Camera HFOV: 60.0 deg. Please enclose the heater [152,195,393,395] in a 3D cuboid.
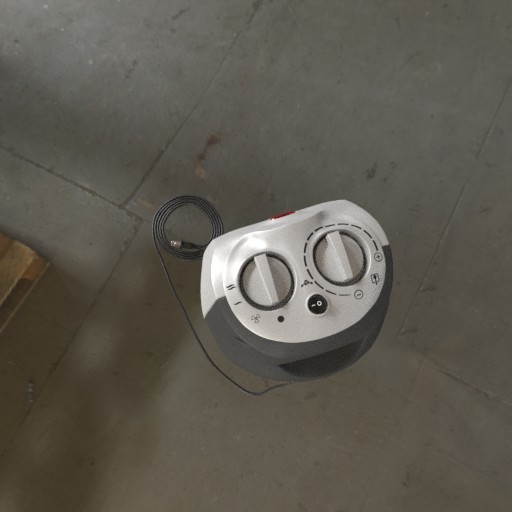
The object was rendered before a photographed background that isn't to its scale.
[{"bbox_3d":[0.000,0.000,0.479,0.239,0.255,0.291,-17,77,-4],"label":"heater"}]
